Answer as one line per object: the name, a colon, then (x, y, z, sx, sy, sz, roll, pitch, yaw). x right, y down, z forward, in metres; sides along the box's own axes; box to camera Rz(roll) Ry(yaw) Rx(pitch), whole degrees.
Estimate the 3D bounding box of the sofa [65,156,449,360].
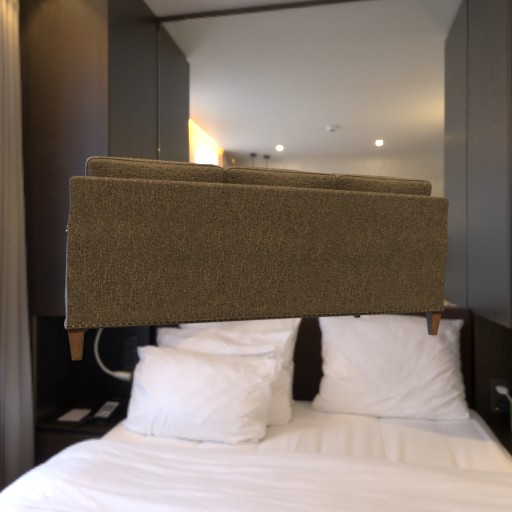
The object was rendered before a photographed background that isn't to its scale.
sofa: (0.000, 0.000, 2.863, 2.246, 1.003, 1.084, 0, 0, -19)
